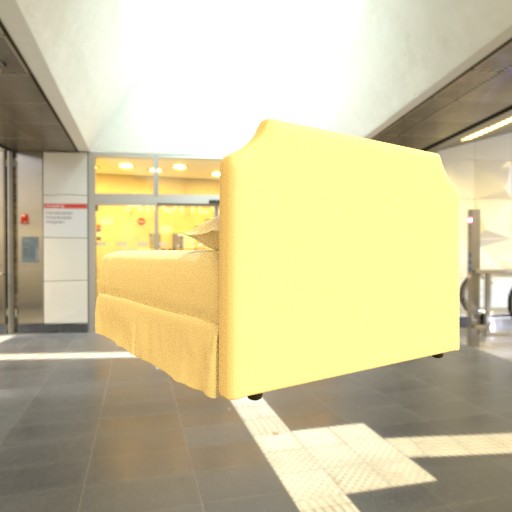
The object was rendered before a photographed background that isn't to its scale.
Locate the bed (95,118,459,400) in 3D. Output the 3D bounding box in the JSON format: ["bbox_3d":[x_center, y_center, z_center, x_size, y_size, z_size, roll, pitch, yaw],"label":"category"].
[{"bbox_3d":[0.000,0.000,3.848,2.134,1.524,2.548,0,1,-35],"label":"bed"}]
